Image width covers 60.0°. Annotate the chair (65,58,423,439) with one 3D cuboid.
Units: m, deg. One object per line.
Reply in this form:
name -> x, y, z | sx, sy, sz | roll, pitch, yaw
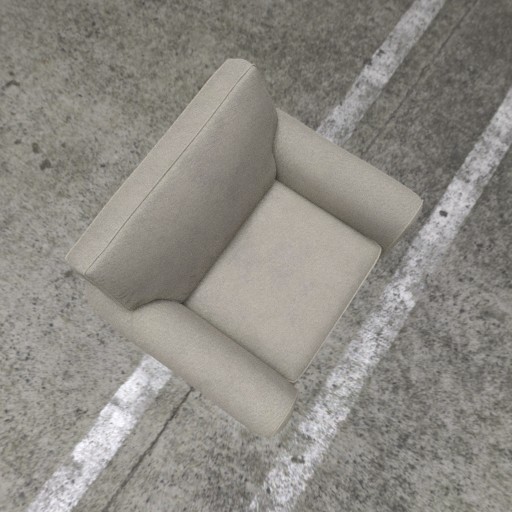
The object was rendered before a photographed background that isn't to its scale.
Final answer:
chair -> 0.000, 0.000, 1.884 | 0.939, 1.044, 1.147 | 34, 78, 8
